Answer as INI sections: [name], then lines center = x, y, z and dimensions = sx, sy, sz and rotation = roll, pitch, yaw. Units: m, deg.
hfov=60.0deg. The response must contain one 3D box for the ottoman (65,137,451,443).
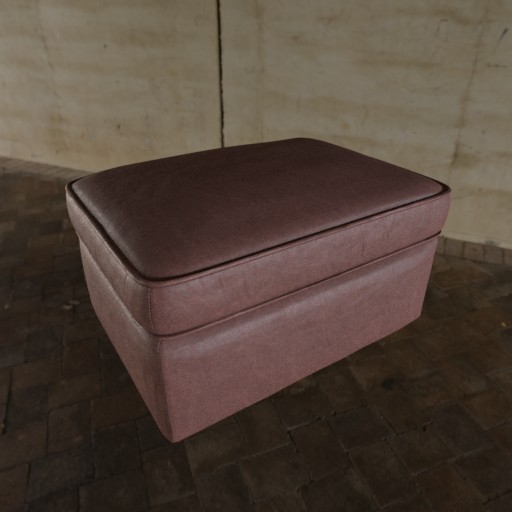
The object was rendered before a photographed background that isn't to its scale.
[ottoman]
center = 0.000, 0.000, 1.090
dimensions = 0.749, 0.449, 0.548
rotation = -18, 35, -28
